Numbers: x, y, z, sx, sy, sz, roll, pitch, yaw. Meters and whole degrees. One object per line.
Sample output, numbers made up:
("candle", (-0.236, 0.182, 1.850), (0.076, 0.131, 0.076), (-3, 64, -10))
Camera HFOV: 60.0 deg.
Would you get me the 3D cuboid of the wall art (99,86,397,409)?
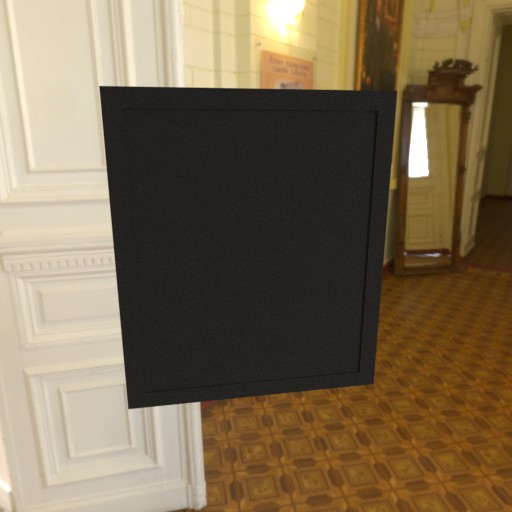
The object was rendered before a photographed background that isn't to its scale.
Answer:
("wall art", (0.000, 0.000, 0.511), (0.311, 0.361, 0.010), (-3, 16, -10))
